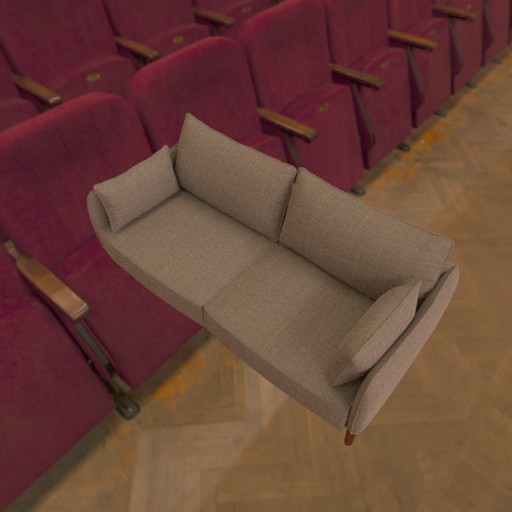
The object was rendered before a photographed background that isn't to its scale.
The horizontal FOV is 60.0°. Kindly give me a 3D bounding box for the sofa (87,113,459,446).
[{"bbox_3d":[0.000,0.000,2.546,1.989,0.851,0.972,31,54,26],"label":"sofa"}]
